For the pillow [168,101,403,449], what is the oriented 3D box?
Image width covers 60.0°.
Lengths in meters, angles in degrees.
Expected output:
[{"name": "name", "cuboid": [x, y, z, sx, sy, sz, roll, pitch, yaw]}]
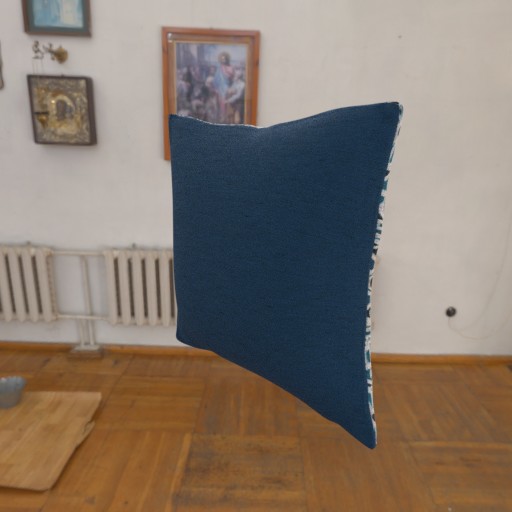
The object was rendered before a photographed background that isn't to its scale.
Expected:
[{"name": "pillow", "cuboid": [0.000, 0.000, 0.658, 0.145, 0.420, 0.440, -13, 20, -42]}]
